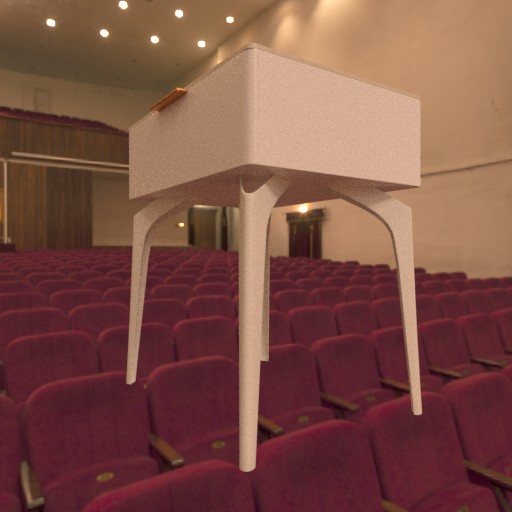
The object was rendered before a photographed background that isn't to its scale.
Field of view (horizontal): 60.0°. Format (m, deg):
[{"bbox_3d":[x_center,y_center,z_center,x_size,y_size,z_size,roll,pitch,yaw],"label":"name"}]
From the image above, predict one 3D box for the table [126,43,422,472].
[{"bbox_3d":[0.000,0.000,0.894,0.400,0.570,0.500,0,1,-34],"label":"table"}]
